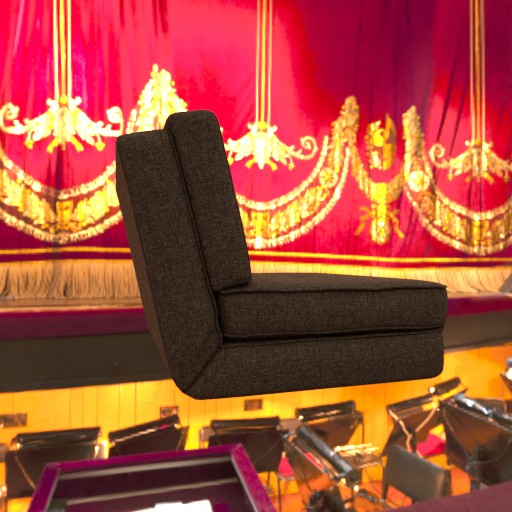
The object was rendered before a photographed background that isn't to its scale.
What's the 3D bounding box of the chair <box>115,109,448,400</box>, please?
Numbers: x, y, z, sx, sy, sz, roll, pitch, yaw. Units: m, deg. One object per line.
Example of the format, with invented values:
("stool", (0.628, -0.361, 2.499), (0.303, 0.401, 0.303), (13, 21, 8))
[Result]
("chair", (0.000, 0.000, 1.322), (0.800, 0.615, 0.740), (0, 0, -18))
